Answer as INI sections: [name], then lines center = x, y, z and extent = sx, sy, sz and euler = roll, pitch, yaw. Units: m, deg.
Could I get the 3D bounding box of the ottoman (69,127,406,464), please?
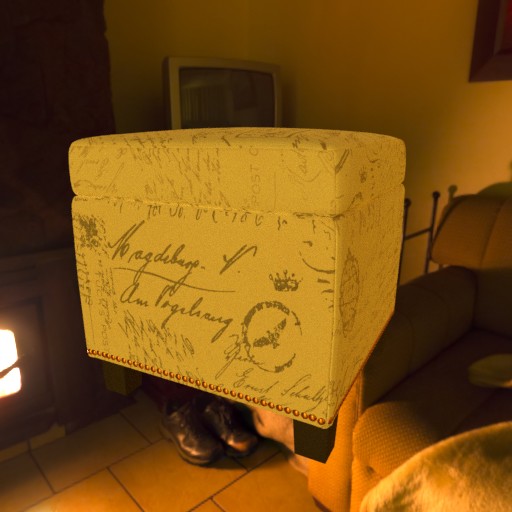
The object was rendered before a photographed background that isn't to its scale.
[ottoman]
center = 0.000, 0.000, 0.822
extent = 0.450, 0.457, 0.449
euler = 8, 17, 26
